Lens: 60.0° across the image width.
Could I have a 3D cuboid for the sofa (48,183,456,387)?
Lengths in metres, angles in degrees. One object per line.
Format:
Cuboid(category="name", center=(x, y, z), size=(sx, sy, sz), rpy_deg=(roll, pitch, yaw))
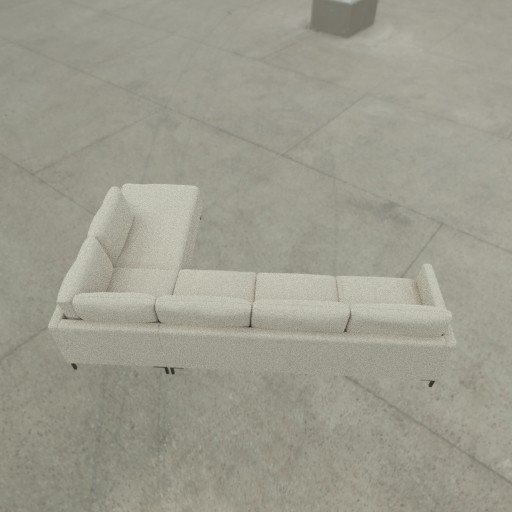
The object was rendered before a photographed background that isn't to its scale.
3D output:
Cuboid(category="sofa", center=(0.000, 0.000, 3.949), size=(2.949, 0.815, 2.007), rpy_deg=(2, 45, 2))
